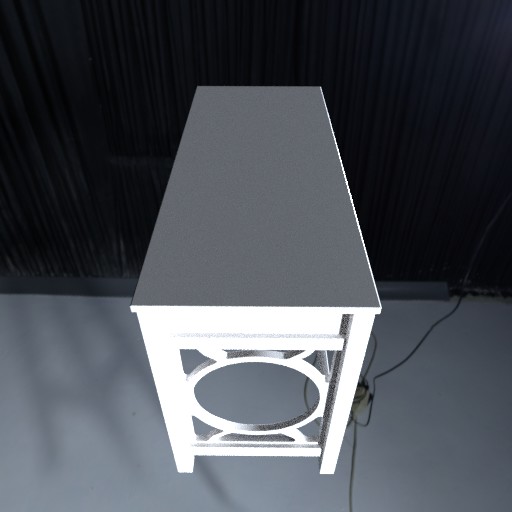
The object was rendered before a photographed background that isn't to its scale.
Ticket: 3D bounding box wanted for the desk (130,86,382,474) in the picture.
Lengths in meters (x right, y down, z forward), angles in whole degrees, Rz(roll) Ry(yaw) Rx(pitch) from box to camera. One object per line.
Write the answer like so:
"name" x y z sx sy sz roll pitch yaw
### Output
"desk" 0.000 0.000 1.567 0.504 0.762 1.191 0 41 0
